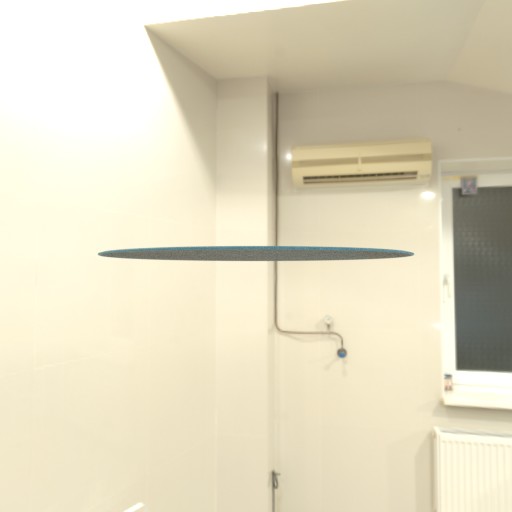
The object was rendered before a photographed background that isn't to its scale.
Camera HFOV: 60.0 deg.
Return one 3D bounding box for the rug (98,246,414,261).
[{"bbox_3d":[0.000,0.000,2.368,1.593,0.012,1.593,0,-2,0],"label":"rug"}]
